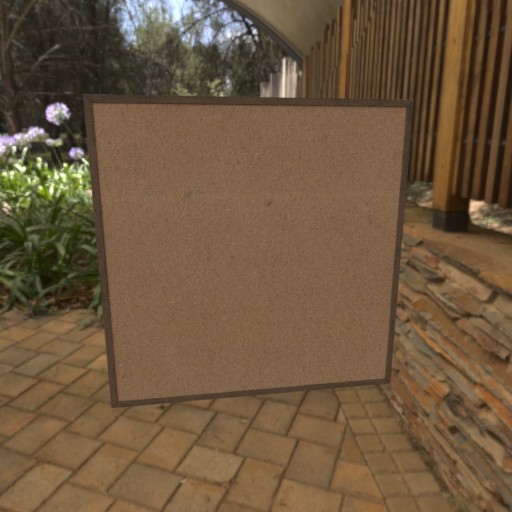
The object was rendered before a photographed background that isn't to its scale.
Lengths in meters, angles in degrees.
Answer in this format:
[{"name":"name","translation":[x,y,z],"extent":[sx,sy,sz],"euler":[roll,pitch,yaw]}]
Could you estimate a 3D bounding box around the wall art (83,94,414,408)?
[{"name":"wall art","translation":[0.000,0.000,0.754],"extent":[0.508,0.508,0.038],"euler":[-2,14,-9]}]
